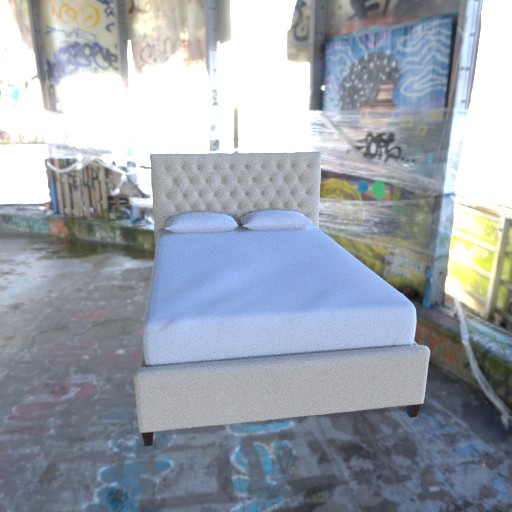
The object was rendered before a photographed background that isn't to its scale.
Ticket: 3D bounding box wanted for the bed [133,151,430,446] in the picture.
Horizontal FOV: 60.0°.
[{"bbox_3d":[0.000,0.000,3.471,1.698,1.427,2.387,-3,17,-9],"label":"bed"}]
